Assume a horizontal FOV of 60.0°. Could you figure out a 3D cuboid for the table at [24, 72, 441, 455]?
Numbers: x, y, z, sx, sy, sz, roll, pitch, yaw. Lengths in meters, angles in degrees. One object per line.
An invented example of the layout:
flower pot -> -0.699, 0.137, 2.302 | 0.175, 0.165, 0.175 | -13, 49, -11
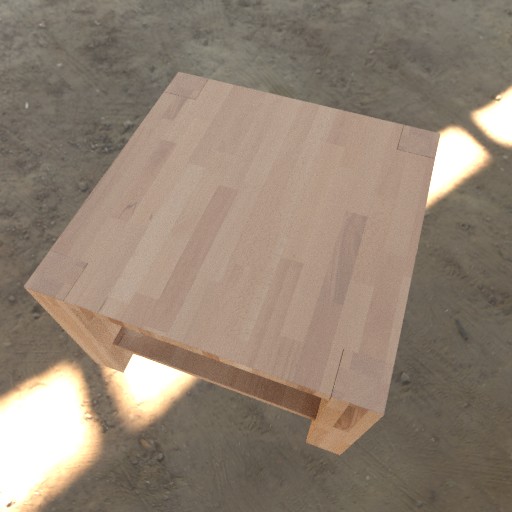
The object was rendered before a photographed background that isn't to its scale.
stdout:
table -> 0.000, 0.000, 1.155 | 0.700, 0.451, 0.700 | 17, 60, 10
